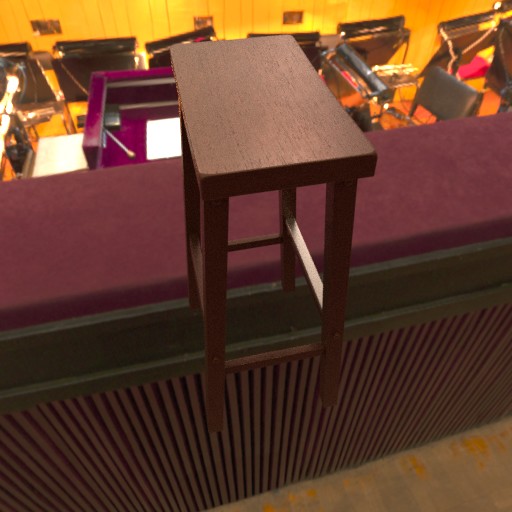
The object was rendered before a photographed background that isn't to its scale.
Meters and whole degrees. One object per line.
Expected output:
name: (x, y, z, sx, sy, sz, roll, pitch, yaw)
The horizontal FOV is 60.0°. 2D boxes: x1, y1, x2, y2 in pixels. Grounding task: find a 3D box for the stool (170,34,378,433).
stool: (0.000, 0.000, 0.948, 0.322, 0.742, 0.406, -9, 47, -9)
